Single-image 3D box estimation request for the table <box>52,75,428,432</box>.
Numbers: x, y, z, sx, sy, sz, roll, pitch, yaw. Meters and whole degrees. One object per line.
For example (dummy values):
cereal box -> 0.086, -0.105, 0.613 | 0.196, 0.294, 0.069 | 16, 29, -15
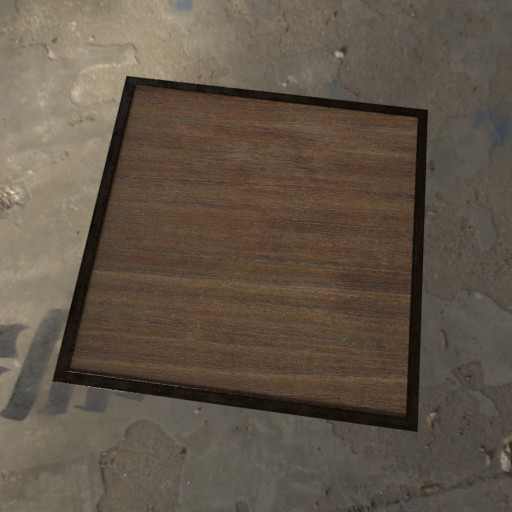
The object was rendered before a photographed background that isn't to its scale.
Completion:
table -> 0.000, 0.000, 1.424 | 0.909, 0.451, 0.899 | 7, 75, 2
